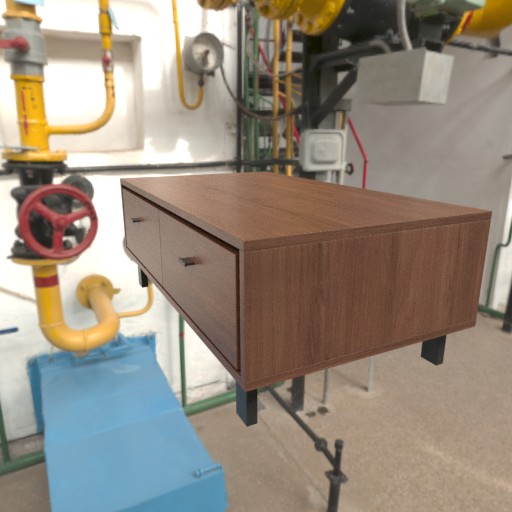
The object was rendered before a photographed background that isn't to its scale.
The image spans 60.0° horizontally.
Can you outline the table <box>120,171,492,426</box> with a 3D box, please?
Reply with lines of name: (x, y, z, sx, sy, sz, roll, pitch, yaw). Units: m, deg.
table: (0.000, 0.000, 1.293, 0.600, 0.380, 1.020, -8, 18, -26)
